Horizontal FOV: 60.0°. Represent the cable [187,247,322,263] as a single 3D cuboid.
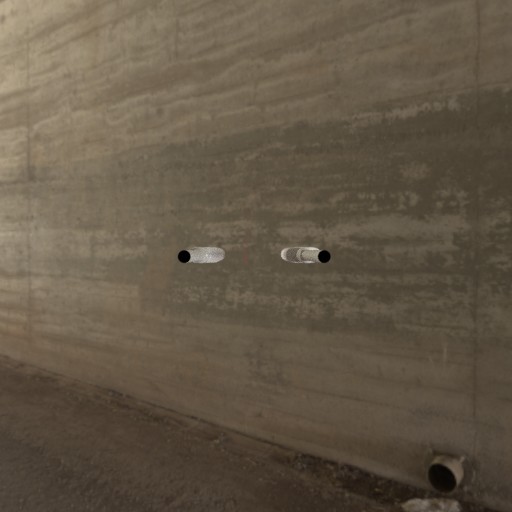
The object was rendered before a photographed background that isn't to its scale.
[{"bbox_3d":[0.000,0.000,0.110,0.041,0.005,0.098,0,1,-1],"label":"cable"}]
